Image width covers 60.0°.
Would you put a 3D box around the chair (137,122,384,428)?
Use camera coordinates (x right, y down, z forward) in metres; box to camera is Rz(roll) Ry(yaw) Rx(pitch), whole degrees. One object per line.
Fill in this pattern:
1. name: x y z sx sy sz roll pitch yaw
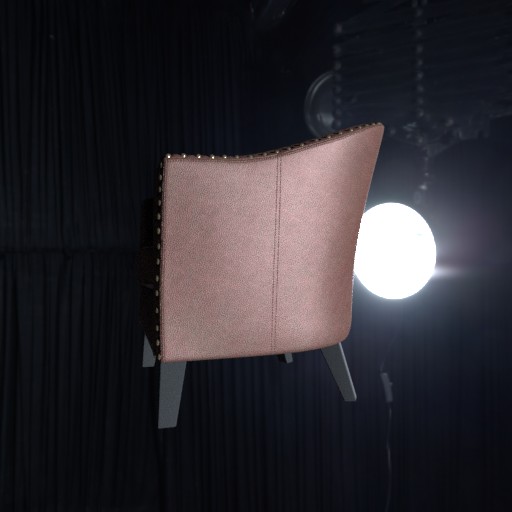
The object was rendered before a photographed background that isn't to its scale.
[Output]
1. chair: 0.000 0.000 1.452 0.748 0.823 0.794 0 -1 -17
